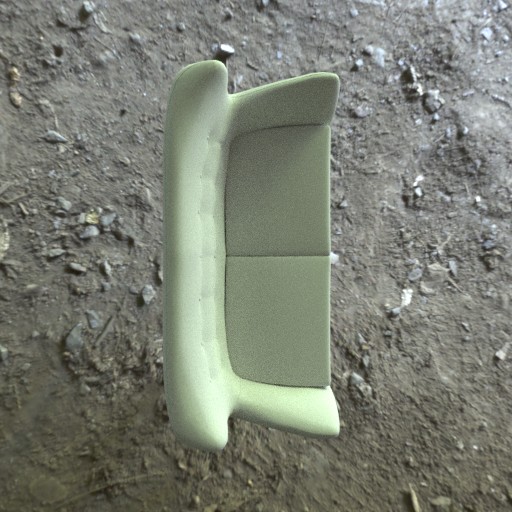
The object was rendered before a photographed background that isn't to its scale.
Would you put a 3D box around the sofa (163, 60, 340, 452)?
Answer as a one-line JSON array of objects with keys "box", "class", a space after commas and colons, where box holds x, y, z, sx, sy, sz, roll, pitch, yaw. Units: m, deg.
[{"box": [0.000, 0.000, 2.479, 0.899, 0.890, 1.930, 0, 90, -1], "class": "sofa"}]
